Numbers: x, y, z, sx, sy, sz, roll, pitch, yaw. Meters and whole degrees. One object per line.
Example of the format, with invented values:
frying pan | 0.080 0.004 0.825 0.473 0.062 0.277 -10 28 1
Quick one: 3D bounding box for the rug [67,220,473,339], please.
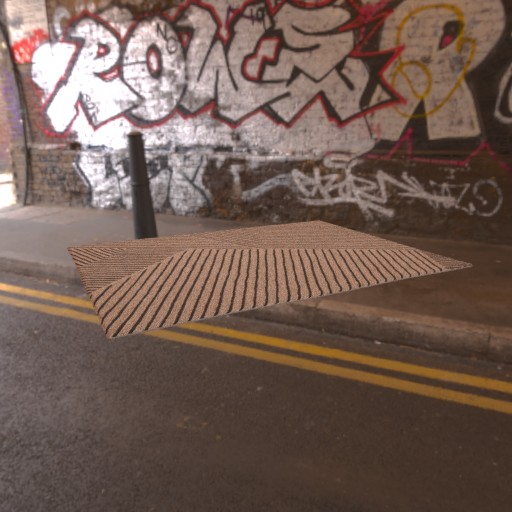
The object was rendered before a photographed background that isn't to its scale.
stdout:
rug | 0.000 0.000 3.298 2.449 0.028 1.829 -8 17 -27
